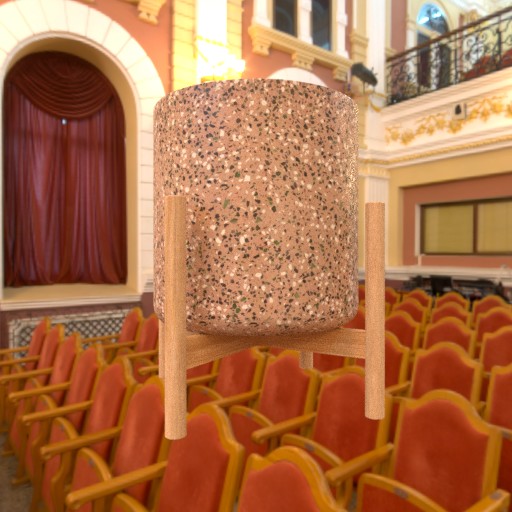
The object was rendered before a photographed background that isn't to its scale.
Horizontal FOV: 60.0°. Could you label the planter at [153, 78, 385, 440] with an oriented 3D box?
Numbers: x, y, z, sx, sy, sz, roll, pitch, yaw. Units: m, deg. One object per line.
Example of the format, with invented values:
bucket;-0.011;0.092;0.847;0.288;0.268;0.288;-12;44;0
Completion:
planter;0.000;0.000;0.673;0.360;0.419;0.360;0;0;-36
